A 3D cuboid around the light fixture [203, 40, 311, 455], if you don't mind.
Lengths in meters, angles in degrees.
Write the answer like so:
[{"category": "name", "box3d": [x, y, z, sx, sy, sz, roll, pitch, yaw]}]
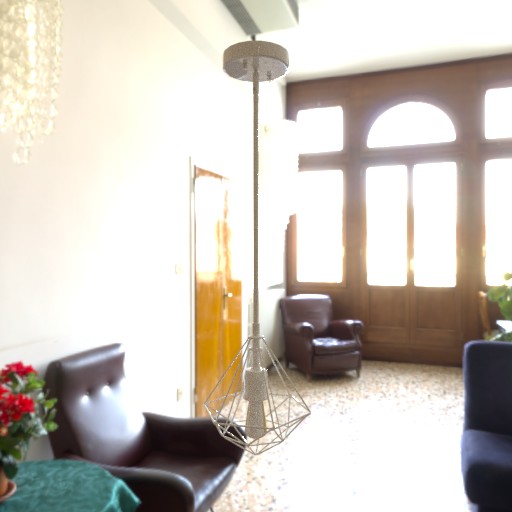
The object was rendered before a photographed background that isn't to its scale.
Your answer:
[{"category": "light fixture", "box3d": [0.000, 0.000, 1.962, 0.431, 1.764, 0.487, 0, 0, -17]}]
